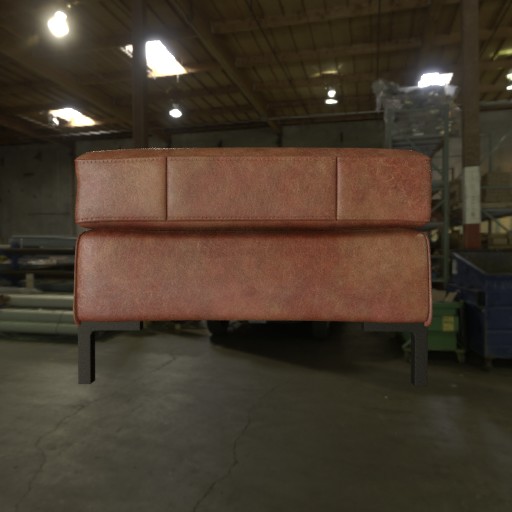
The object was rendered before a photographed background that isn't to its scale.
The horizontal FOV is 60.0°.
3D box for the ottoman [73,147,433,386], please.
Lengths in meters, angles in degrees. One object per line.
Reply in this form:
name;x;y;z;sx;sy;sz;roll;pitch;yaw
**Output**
ottoman;0.000;0.000;1.743;0.965;0.667;1.186;0;1;1
